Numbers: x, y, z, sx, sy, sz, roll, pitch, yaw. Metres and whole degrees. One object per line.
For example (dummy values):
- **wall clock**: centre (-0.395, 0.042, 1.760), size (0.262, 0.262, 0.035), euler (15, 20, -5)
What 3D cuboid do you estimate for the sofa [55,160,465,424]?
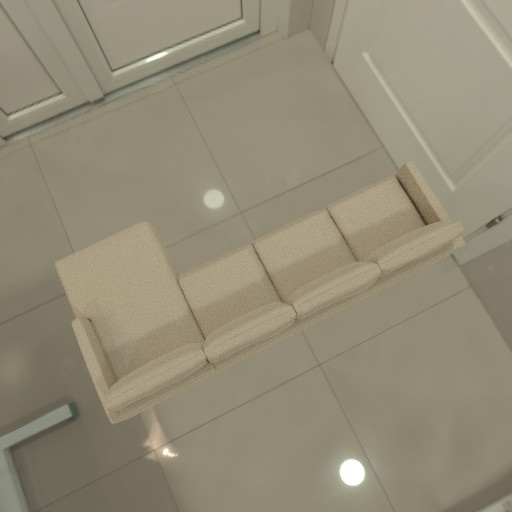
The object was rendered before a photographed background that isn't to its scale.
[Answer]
- **sofa**: centre (0.000, 0.000, 3.269), size (2.731, 0.755, 1.258), euler (-26, 77, -6)
